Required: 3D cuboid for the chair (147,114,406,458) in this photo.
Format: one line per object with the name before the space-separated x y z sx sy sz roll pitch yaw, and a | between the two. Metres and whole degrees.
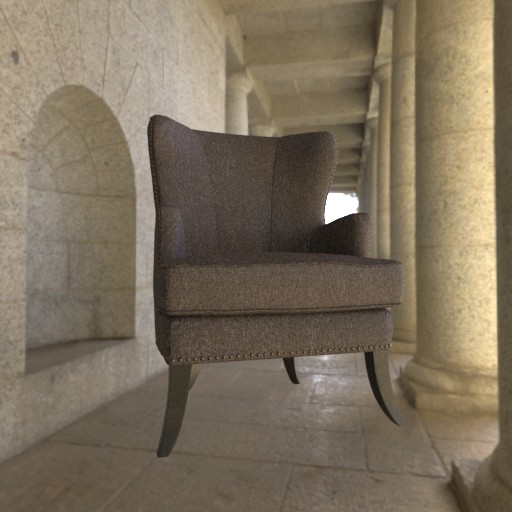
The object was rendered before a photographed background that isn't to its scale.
chair | 0.000 0.000 1.603 0.759 1.060 0.758 0 -1 -18
